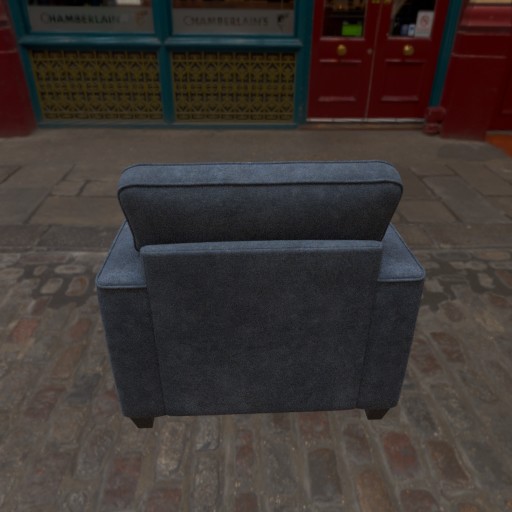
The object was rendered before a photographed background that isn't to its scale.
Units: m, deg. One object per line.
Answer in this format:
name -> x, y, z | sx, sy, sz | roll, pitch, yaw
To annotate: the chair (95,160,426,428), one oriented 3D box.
chair -> 0.000, 0.000, 1.786 | 1.015, 0.965, 0.939 | -1, 29, -2
